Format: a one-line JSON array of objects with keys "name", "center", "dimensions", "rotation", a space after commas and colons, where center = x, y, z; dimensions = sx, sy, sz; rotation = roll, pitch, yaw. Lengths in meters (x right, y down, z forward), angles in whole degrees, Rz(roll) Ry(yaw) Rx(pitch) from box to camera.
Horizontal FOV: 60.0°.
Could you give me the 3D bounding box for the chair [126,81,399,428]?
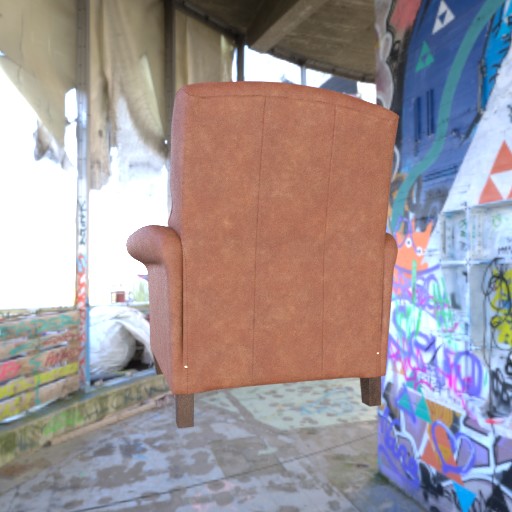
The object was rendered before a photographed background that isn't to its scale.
[{"name": "chair", "center": [0.000, 0.000, 1.775], "dimensions": [0.978, 1.061, 0.902], "rotation": [0, -1, -18]}]
